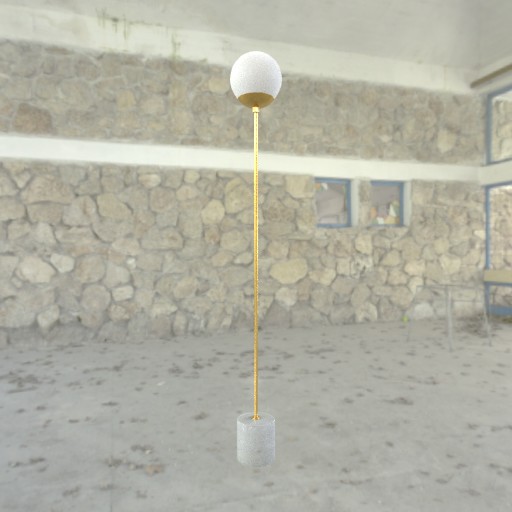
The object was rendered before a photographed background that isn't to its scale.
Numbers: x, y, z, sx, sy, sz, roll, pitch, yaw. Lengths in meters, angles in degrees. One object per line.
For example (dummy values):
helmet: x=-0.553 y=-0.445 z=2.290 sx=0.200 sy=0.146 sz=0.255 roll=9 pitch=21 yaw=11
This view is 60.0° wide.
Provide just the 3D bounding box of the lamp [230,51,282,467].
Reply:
lamp: x=0.000 y=0.000 z=1.921 sx=0.224 sy=1.753 sz=0.224 roll=0 pitch=0 yaw=-17
